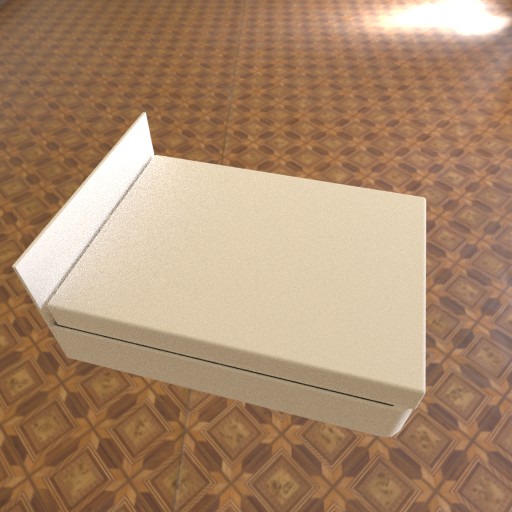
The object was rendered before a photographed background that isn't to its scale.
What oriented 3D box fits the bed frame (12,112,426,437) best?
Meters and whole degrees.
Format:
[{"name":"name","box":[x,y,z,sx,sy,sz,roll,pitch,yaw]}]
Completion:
[{"name":"bed frame","box":[0.000,0.000,2.580,1.900,0.800,1.400,11,48,10]}]
